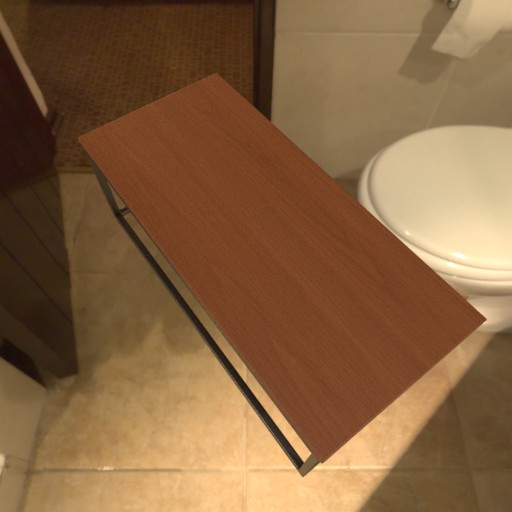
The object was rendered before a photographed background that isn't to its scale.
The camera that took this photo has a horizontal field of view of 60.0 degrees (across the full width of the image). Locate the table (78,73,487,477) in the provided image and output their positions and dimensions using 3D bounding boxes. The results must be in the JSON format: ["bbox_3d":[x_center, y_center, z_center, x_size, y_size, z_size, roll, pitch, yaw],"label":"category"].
[{"bbox_3d":[0.000,0.000,1.335,0.500,0.400,1.100,-33,64,-18],"label":"table"}]
